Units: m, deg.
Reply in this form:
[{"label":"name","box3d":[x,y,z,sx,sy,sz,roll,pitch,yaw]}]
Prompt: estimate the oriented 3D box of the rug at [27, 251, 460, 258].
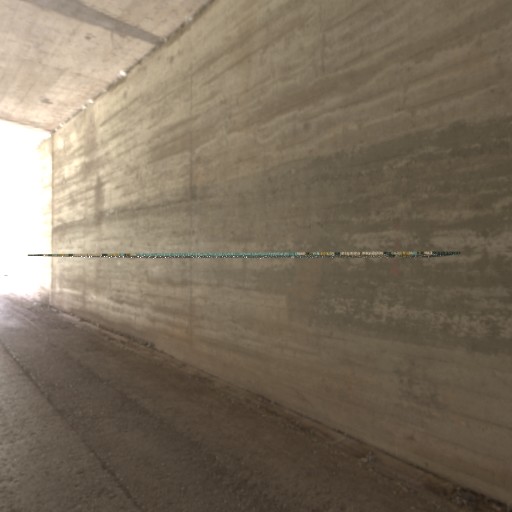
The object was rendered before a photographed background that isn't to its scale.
[{"label":"rug","box3d":[0.000,0.000,2.331,1.811,0.010,1.212,0,-1,17]}]
